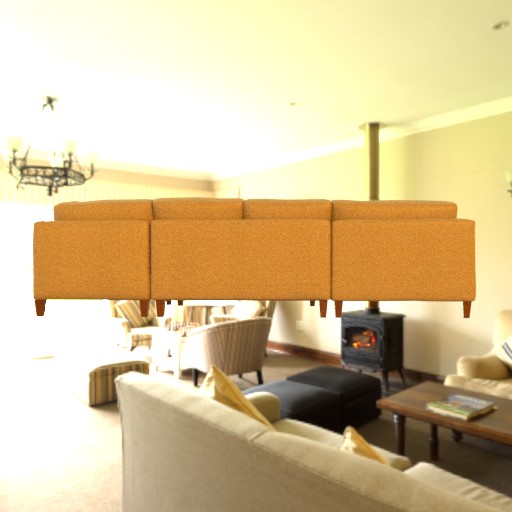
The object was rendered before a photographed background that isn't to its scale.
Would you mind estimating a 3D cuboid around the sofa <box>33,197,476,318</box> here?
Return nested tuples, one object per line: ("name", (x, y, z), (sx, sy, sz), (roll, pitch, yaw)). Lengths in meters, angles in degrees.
("sofa", (0.000, 0.000, 4.677), (3.460, 0.961, 2.594), (0, 0, 1))
